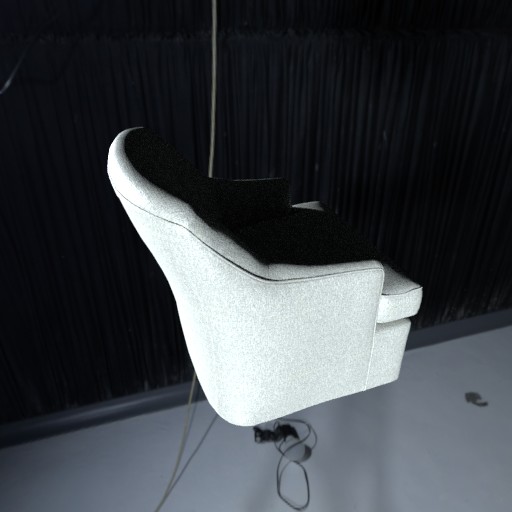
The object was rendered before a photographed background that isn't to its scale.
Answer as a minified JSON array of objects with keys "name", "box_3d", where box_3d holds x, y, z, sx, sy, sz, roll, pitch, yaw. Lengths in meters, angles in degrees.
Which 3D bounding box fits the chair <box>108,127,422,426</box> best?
[{"name":"chair","box_3d":[0.000,0.000,1.623,0.923,0.856,0.864,-10,31,-16]}]
